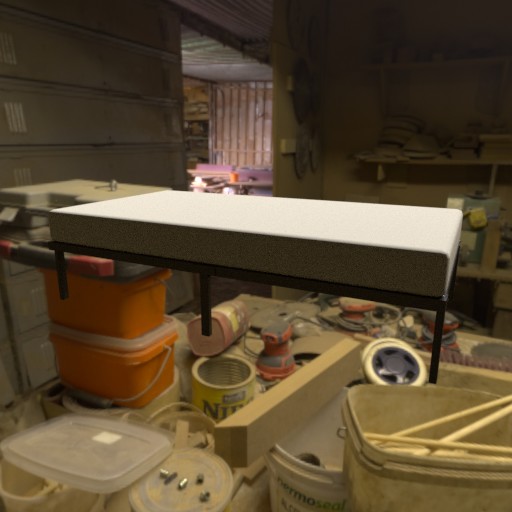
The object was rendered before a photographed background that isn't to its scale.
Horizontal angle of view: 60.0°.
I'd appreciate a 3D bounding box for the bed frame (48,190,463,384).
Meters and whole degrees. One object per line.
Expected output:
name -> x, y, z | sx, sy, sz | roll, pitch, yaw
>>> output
bed frame -> 0.000, 0.000, 3.210 | 2.635, 0.680, 1.393 | 7, 17, 26
